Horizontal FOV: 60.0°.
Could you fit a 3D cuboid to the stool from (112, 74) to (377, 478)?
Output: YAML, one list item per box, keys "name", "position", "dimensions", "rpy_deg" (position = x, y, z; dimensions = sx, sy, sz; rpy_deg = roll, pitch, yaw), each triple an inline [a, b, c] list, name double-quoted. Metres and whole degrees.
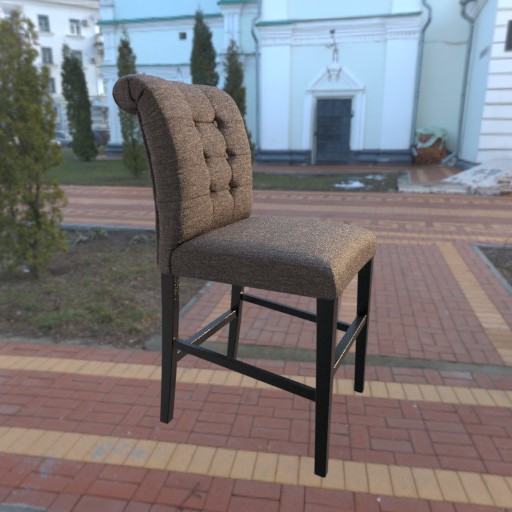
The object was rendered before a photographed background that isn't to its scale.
- name: "stool"
  position: [0.000, 0.000, 1.284]
  dimensions: [0.611, 0.970, 0.457]
  rpy_deg: [7, 17, 25]
